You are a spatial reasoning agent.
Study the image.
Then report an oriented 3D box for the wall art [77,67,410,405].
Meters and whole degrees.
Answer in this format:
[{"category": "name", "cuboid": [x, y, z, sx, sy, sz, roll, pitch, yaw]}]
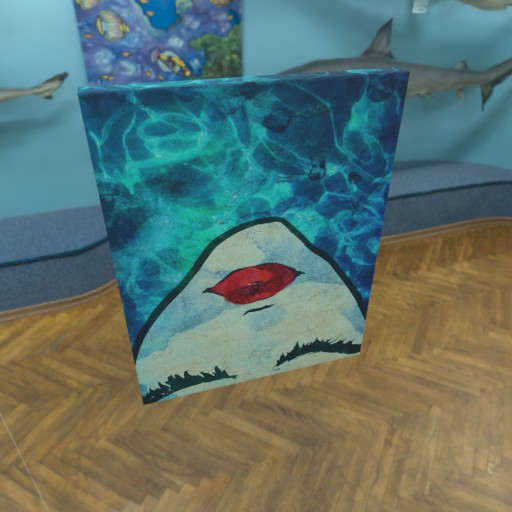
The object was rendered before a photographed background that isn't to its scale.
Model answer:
[{"category": "wall art", "cuboid": [0.000, 0.000, 0.839, 0.508, 0.635, 0.038, -9, 34, -14]}]
